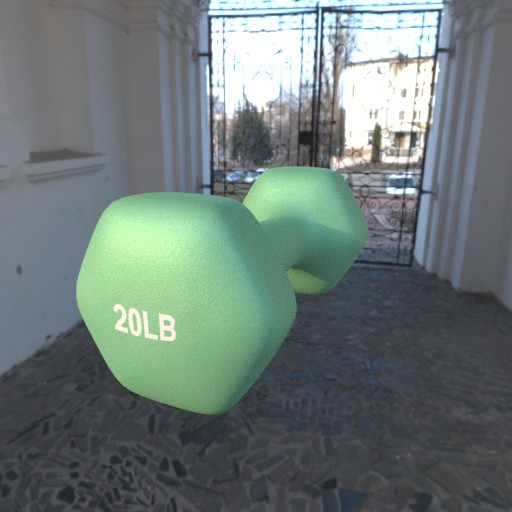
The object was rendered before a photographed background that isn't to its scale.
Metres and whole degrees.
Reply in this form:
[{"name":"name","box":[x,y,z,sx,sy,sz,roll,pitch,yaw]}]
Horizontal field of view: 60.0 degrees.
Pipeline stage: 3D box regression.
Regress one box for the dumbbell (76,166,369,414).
[{"name":"dumbbell","box":[0.000,0.000,0.332,0.129,0.117,0.260,7,17,24]}]
